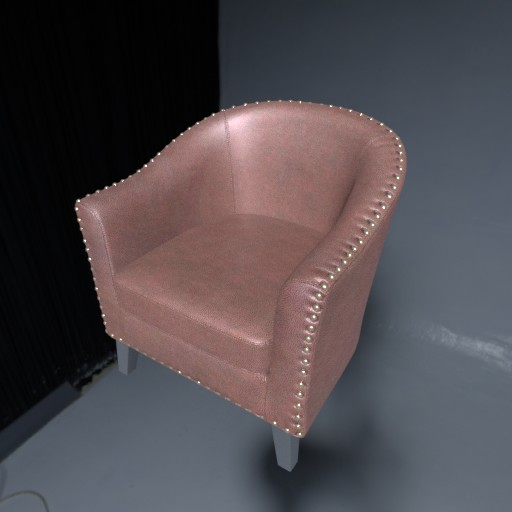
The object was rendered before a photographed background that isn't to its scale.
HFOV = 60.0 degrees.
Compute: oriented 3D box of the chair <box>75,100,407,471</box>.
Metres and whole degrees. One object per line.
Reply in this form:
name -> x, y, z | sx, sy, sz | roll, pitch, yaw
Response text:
chair -> 0.000, 0.000, 1.411 | 0.794, 0.823, 0.748 | 19, 35, 29
